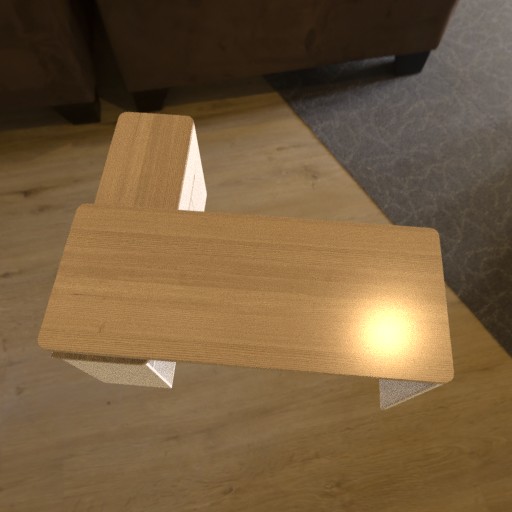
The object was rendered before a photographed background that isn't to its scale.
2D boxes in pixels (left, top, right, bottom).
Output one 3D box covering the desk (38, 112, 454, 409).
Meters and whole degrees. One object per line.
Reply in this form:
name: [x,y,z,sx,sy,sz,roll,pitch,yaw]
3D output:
desk: [0.000,0.000,2.067,1.400,0.770,1.175,4,65,2]
